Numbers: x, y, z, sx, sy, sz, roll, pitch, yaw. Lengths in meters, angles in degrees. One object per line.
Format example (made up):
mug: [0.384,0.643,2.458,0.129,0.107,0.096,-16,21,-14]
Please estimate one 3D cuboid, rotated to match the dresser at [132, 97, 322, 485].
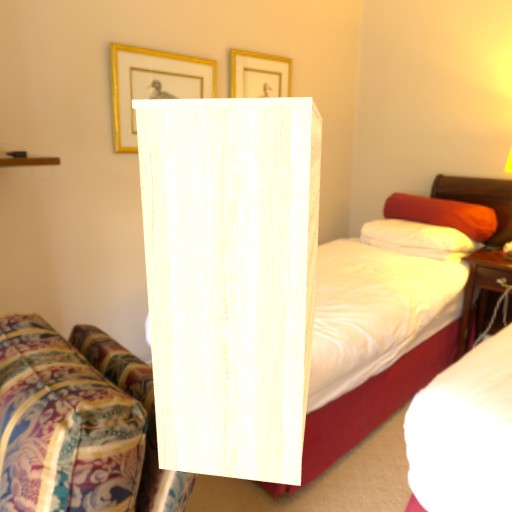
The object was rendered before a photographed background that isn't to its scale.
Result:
dresser: [0.000,0.000,1.462,0.380,0.900,0.980,2,15,9]
